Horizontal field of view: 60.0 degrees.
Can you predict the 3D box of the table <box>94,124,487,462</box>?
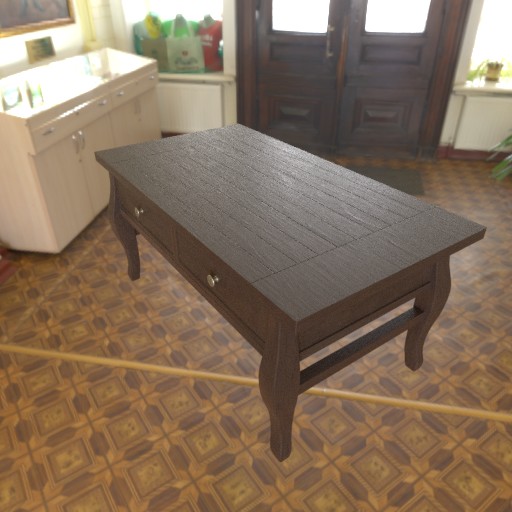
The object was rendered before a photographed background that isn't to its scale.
[{"bbox_3d":[0.000,0.000,1.400,0.600,0.494,1.062,-21,38,-29],"label":"table"}]
